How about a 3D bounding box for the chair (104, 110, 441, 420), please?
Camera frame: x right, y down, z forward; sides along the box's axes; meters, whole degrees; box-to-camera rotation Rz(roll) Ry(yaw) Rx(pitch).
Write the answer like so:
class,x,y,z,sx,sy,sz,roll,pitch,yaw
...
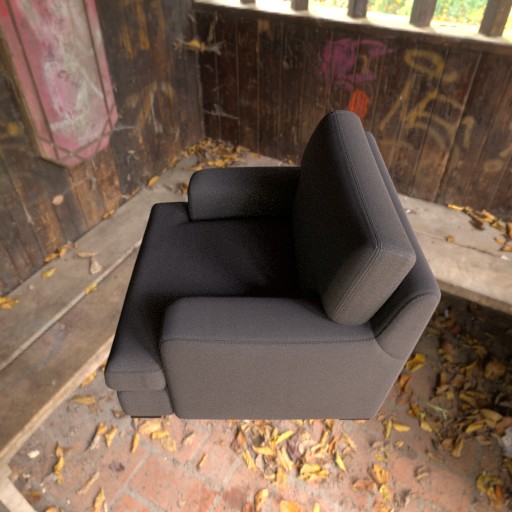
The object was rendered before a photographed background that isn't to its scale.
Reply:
class,x,y,z,sx,sy,sz,roll,pitch,yaw
chair,0.000,0.000,1.953,1.143,0.940,1.168,0,42,0
